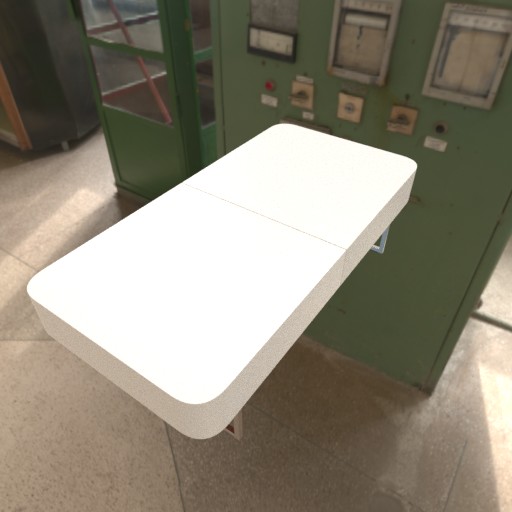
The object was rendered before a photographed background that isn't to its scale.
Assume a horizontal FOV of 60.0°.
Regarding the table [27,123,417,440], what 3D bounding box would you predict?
[{"bbox_3d":[0.000,0.000,1.440,0.600,0.340,1.200,25,46,26],"label":"table"}]
